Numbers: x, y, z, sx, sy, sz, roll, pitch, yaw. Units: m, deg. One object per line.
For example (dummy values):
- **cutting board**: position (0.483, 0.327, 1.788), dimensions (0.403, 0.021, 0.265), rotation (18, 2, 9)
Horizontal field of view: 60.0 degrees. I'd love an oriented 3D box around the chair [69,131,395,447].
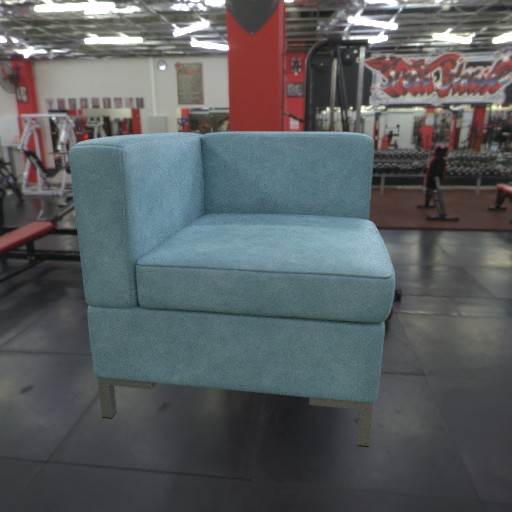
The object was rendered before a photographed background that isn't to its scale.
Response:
- **chair**: position (0.000, 0.000, 1.235), dimensions (0.684, 0.660, 0.691), rotation (3, 17, 9)
